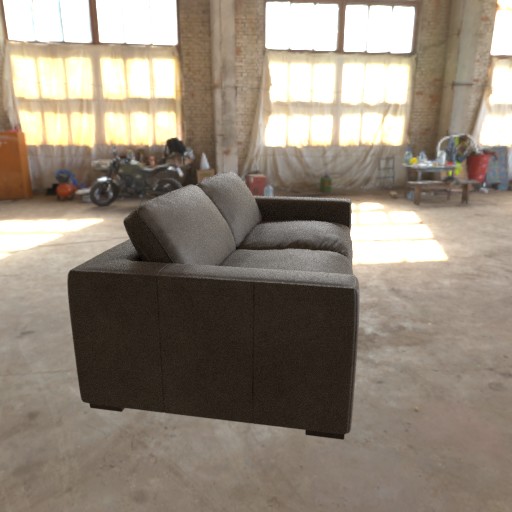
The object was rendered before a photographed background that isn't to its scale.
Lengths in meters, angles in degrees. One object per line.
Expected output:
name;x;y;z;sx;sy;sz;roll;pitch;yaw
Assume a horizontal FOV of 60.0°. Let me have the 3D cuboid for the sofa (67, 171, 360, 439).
sofa;0.000;0.000;2.440;1.070;0.800;1.920;3;17;10
